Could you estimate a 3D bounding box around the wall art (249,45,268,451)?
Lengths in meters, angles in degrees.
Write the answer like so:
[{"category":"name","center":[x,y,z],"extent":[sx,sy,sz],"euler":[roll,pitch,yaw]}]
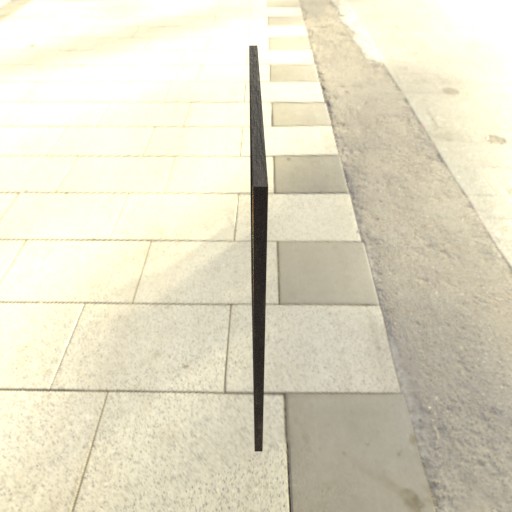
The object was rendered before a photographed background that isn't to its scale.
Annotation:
[{"category":"wall art","center":[0.000,0.000,1.460],"extent":[0.029,1.066,0.812],"euler":[-1,42,-1]}]
